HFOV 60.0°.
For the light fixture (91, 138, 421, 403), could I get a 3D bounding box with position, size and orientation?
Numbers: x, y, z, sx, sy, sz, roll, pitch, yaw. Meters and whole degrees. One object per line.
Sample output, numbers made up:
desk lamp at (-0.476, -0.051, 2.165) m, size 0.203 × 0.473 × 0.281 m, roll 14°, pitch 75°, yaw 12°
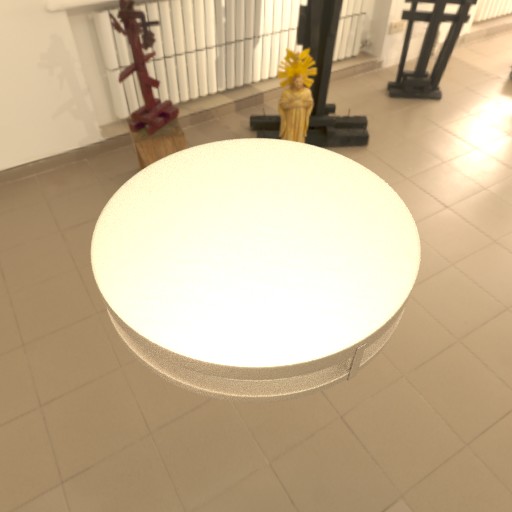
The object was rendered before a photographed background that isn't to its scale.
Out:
light fixture at (0.000, 0.000, 0.526) m, size 0.356 × 0.102 × 0.356 m, roll 0°, pitch 46°, yaw 0°
